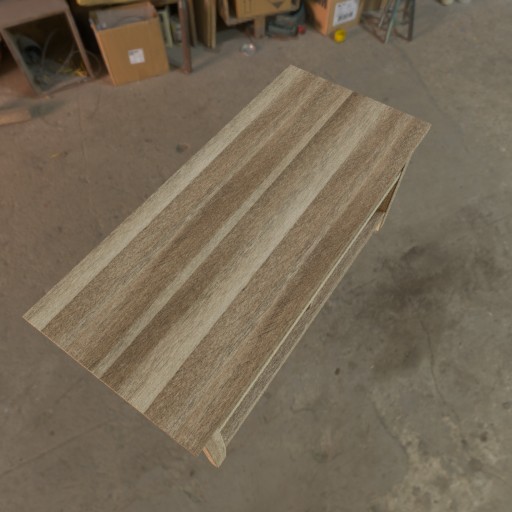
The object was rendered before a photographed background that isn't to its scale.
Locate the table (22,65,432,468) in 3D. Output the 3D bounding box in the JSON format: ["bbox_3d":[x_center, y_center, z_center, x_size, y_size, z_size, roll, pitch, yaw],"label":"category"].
[{"bbox_3d":[0.000,0.000,1.343,0.493,0.480,1.095,31,63,18],"label":"table"}]
